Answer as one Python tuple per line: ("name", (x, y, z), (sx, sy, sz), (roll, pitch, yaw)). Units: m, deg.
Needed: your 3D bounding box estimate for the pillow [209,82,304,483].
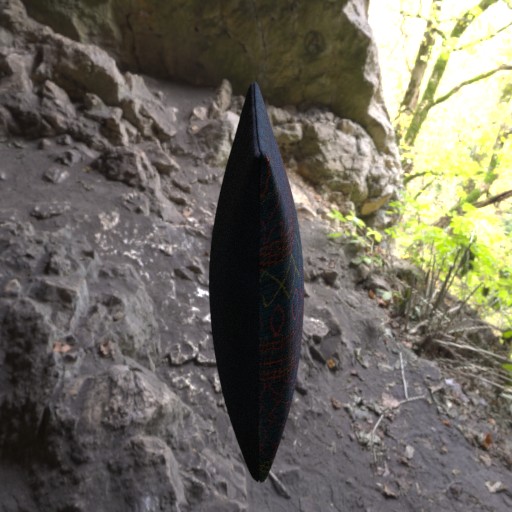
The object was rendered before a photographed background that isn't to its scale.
("pillow", (0.000, 0.000, 0.649), (0.141, 0.431, 0.431), (-1, 30, -1))
